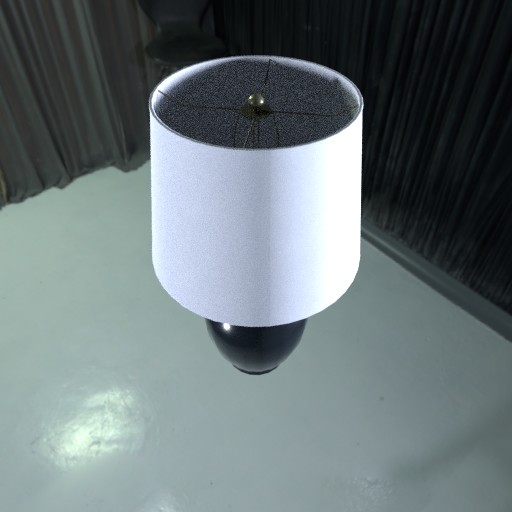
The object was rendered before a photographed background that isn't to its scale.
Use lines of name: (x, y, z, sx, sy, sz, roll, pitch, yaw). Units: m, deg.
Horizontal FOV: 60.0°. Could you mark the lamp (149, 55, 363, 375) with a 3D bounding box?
lamp: (0.000, 0.000, 0.533, 0.239, 0.399, 0.239, 0, 44, 0)
